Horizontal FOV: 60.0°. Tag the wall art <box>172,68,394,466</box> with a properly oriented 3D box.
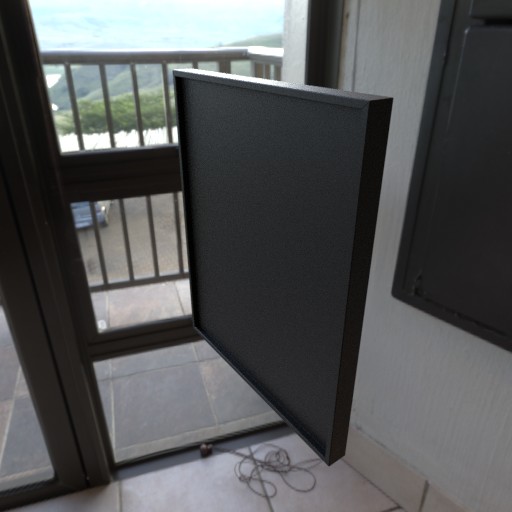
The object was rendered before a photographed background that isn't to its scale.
[{"bbox_3d":[0.000,0.000,0.749,0.039,0.555,0.449,-18,32,-31],"label":"wall art"}]
